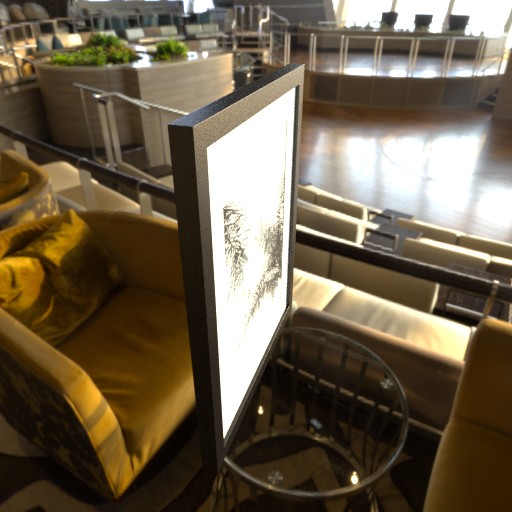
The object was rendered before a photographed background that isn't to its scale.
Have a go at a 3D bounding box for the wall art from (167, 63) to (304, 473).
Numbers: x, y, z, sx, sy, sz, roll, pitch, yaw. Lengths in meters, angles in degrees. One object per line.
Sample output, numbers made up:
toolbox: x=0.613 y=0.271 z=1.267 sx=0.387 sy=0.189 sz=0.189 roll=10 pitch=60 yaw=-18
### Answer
wall art: x=0.000 y=0.000 z=0.764 sx=0.028 sy=0.557 sz=0.457 roll=10 pitch=32 yaw=16
